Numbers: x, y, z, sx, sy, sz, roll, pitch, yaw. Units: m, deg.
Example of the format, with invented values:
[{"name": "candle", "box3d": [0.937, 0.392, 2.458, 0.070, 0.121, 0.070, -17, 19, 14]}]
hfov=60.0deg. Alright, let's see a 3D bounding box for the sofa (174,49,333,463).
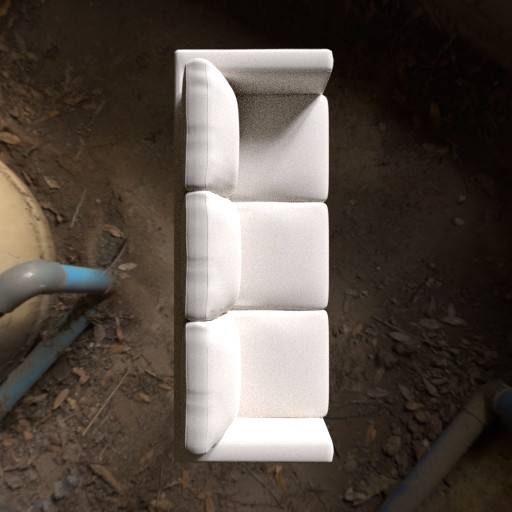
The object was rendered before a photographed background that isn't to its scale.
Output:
[{"name": "sofa", "box3d": [0.000, 0.000, 2.401, 0.802, 0.912, 2.029, 0, 90, 1]}]
